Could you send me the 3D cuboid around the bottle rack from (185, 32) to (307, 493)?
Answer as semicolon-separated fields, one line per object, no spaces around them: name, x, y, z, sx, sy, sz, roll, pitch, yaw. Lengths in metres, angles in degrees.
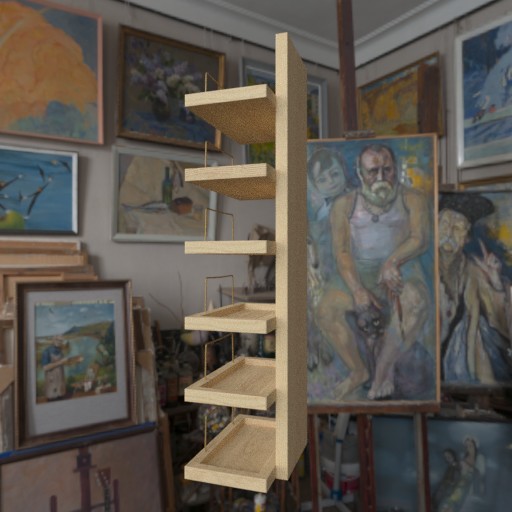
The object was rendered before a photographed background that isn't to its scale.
bottle rack;0.000;0.000;1.059;0.206;0.943;0.330;0;0;18
